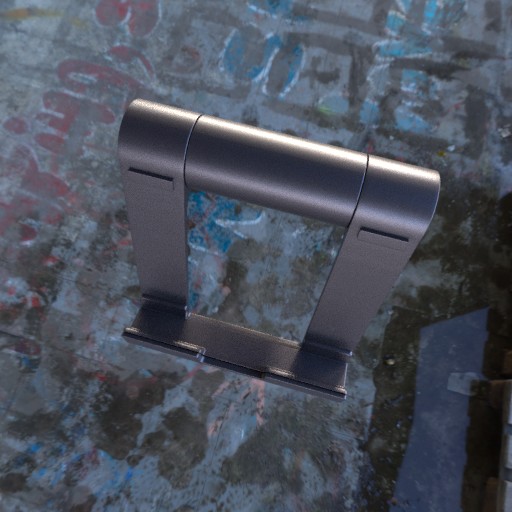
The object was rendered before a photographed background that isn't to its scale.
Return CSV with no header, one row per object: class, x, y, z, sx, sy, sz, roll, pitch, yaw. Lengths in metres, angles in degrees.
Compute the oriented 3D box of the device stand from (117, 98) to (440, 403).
device stand,0.000,0.000,0.153,0.088,0.084,0.079,15,75,4
